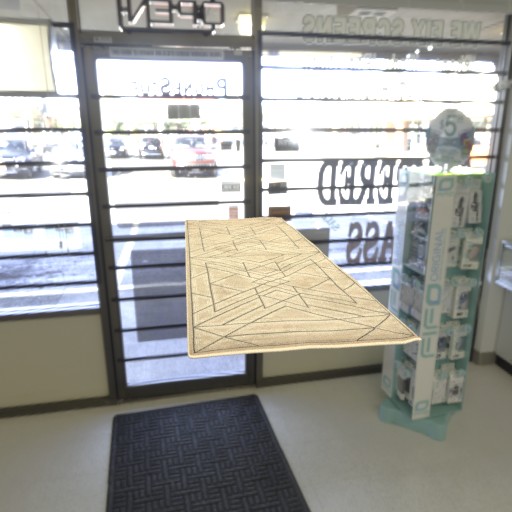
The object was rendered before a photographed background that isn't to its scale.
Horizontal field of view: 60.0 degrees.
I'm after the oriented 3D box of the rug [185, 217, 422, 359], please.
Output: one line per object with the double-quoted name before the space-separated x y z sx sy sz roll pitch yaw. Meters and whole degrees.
"rug" 0.000 0.000 2.649 0.831 0.036 2.381 -2 16 -9
